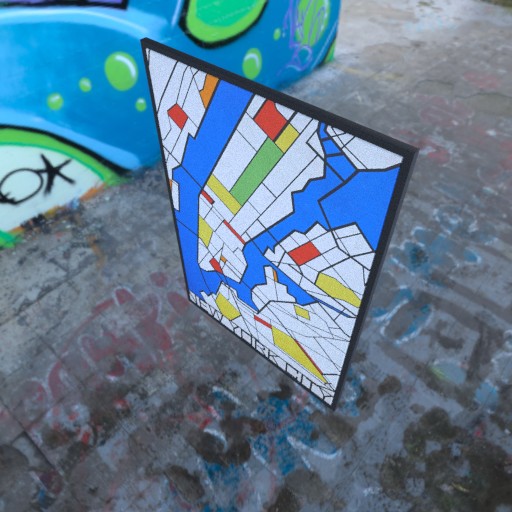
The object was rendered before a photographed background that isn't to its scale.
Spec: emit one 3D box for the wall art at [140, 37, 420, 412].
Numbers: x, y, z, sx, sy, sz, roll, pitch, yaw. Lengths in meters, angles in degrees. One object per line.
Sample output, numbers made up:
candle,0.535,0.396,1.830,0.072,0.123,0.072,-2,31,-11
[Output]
wall art,0.000,0.000,0.822,0.460,0.660,0.013,33,55,26
